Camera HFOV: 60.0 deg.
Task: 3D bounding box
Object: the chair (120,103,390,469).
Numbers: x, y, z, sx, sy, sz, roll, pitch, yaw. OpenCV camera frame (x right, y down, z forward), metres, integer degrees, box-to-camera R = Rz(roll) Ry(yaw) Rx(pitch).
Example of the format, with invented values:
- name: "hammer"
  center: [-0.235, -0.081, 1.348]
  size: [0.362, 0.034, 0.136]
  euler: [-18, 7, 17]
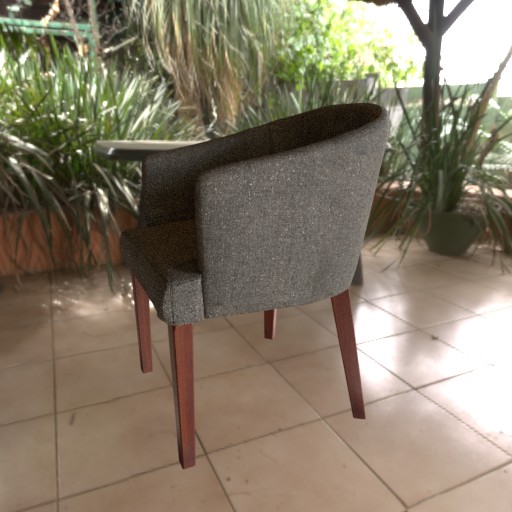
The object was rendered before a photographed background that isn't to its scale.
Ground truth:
- name: "chair"
  center: [0.000, 0.000, 1.225]
  size: [0.655, 0.811, 0.583]
  euler: [-8, 18, -24]
